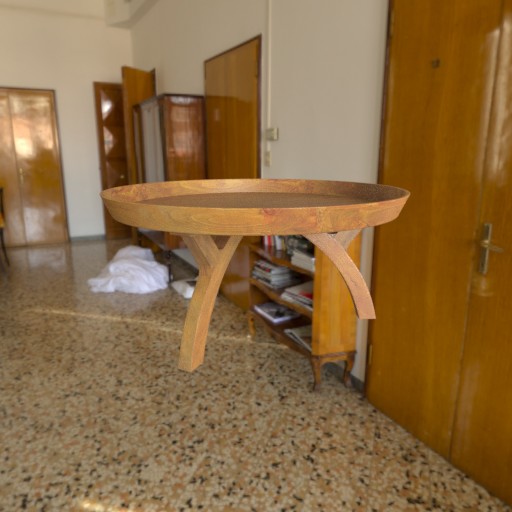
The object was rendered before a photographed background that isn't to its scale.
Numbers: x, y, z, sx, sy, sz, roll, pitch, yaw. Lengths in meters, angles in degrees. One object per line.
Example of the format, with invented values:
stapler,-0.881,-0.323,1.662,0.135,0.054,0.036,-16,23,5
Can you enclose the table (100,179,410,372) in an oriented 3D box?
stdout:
table,0.000,0.000,1.559,1.016,0.470,1.016,0,14,0
